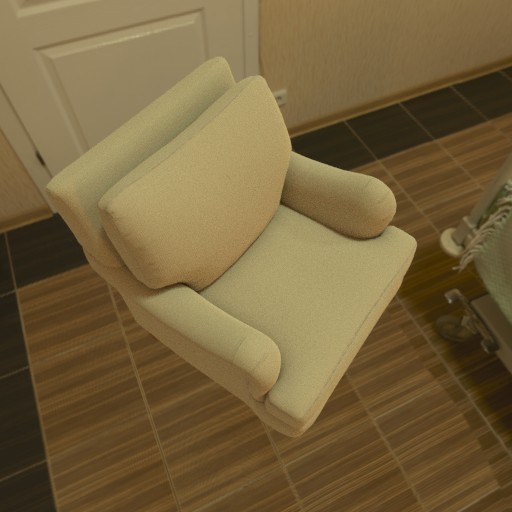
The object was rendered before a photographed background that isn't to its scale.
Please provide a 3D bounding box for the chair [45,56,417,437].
[{"bbox_3d":[0.000,0.000,1.815,1.070,1.038,0.955,32,63,19],"label":"chair"}]
